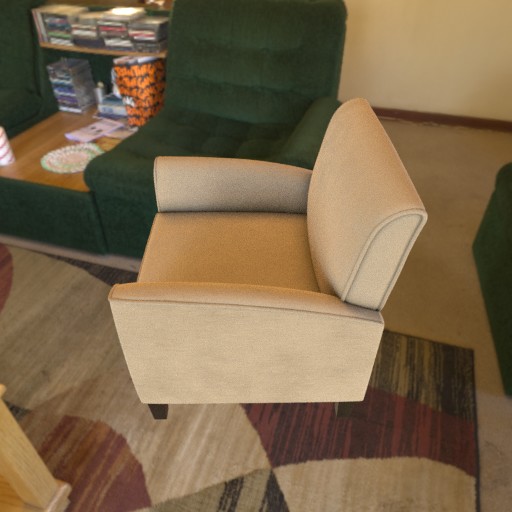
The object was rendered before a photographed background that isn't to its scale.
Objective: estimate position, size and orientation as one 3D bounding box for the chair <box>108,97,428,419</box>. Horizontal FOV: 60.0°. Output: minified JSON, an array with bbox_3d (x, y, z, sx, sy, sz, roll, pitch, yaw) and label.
[{"bbox_3d":[0.000,0.000,1.603,0.821,0.915,0.820,0,40,-1],"label":"chair"}]
